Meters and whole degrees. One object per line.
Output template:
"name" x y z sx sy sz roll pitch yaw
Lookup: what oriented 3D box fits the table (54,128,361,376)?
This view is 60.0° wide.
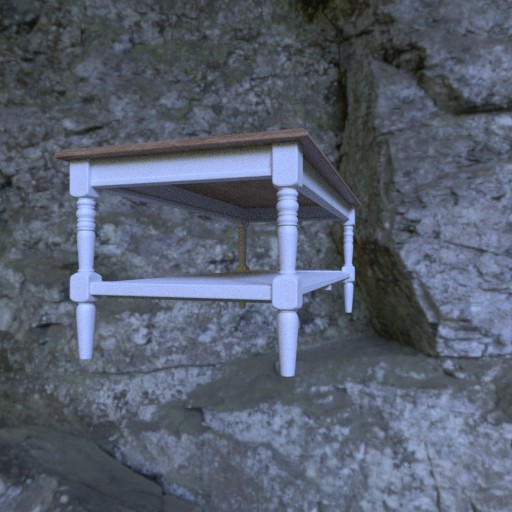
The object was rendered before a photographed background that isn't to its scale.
"table" 0.000 0.000 1.404 0.559 0.458 1.118 0 0 18
